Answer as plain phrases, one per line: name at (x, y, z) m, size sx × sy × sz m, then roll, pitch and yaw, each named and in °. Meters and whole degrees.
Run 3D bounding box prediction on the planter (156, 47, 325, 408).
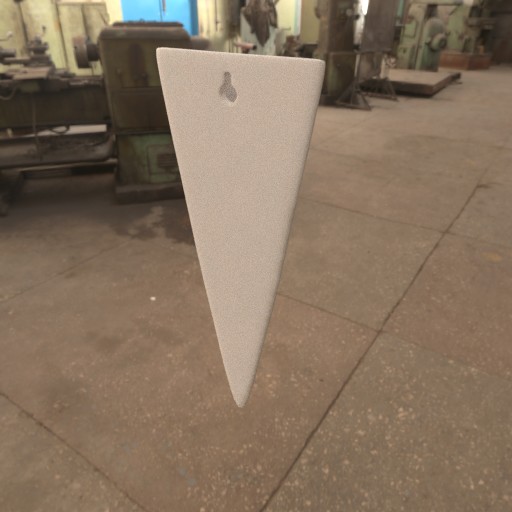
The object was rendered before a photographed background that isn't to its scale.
planter at (0.000, 0.000, 0.399) m, size 0.143 × 0.338 × 0.065 m, roll 20°, pitch 35°, yaw 31°
